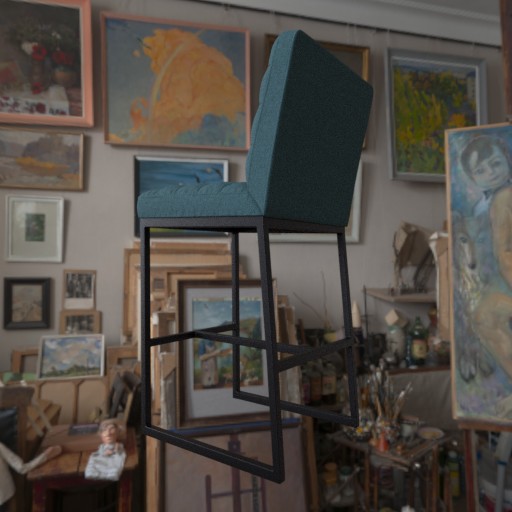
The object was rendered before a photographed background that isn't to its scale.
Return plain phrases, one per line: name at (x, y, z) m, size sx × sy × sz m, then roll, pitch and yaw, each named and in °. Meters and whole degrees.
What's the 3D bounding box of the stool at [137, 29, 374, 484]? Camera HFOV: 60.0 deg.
stool at (0.000, 0.000, 1.321) m, size 0.560 × 1.040 × 0.460 m, roll 0°, pitch 0°, yaw 37°
